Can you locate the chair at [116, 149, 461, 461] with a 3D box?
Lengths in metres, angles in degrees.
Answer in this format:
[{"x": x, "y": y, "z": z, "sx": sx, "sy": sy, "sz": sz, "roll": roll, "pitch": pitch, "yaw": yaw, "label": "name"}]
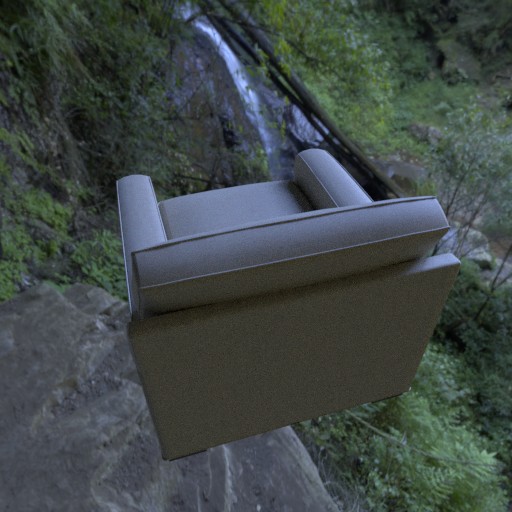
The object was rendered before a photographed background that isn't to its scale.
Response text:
[{"x": 0.000, "y": 0.000, "z": 1.780, "sx": 0.998, "sy": 0.913, "sz": 1.043, "roll": -11, "pitch": 43, "yaw": -12, "label": "chair"}]
